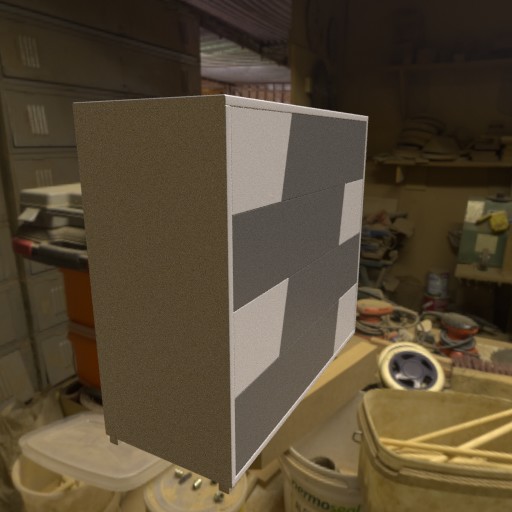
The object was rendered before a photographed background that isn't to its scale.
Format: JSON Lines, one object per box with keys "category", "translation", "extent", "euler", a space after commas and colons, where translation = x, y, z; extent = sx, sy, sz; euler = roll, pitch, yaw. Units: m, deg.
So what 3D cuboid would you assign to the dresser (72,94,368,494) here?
{"category": "dresser", "translation": [0.000, 0.000, 1.610], "extent": [0.460, 1.000, 1.100], "euler": [8, 17, 28]}
